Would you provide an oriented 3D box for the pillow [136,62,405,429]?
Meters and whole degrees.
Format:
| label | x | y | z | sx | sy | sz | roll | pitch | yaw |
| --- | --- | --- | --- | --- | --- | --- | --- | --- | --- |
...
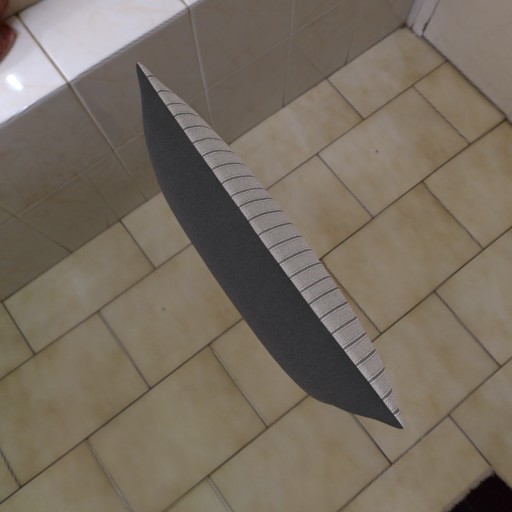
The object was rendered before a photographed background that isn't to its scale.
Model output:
| label | x | y | z | sx | sy | sz | roll | pitch | yaw |
| --- | --- | --- | --- | --- | --- | --- | --- | --- | --- |
| pillow | 0.000 | 0.000 | 0.725 | 0.151 | 0.305 | 0.609 | -34 | 78 | -8 |
